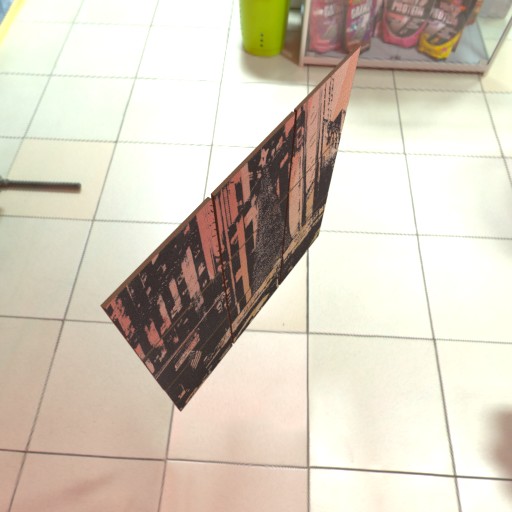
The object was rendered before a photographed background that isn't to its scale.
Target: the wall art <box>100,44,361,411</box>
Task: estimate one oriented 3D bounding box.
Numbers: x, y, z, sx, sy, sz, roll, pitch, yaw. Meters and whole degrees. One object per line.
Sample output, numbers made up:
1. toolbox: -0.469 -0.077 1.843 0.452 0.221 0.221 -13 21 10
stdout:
1. wall art: 0.000 0.000 2.265 0.017 1.521 1.527 32 65 17
